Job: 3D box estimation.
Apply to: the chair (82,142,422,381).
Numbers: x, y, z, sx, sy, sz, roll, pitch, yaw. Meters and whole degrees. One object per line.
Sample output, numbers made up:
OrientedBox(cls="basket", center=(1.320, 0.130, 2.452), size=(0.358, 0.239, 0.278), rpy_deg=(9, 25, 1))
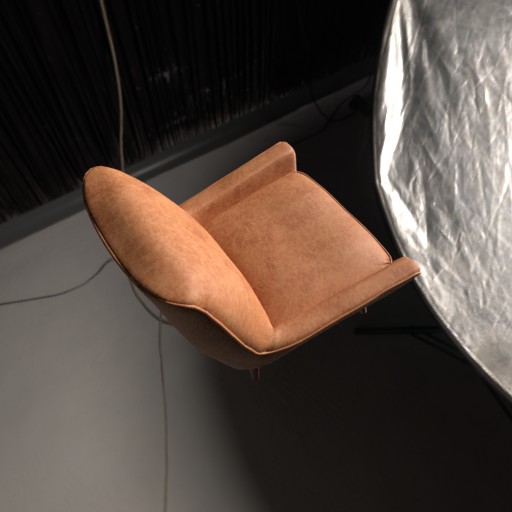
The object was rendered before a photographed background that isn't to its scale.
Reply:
OrientedBox(cls="chair", center=(0.000, 0.000, 1.506), size=(0.851, 0.883, 0.753), rpy_deg=(-31, 62, -18))
